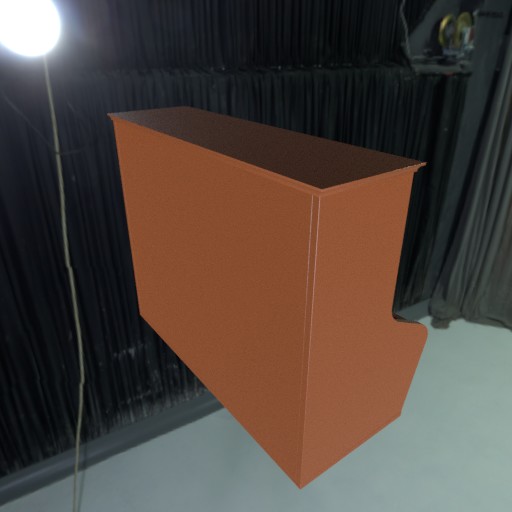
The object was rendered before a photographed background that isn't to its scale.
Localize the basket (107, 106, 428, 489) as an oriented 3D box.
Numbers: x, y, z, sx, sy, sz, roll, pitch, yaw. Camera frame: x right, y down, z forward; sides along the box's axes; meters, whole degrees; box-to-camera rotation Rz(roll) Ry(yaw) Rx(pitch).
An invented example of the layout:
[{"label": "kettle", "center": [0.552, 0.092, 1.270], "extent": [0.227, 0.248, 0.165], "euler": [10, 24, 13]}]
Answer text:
[{"label": "basket", "center": [0.000, 0.000, 1.111], "extent": [0.376, 0.625, 0.792], "euler": [-18, 32, -32]}]
